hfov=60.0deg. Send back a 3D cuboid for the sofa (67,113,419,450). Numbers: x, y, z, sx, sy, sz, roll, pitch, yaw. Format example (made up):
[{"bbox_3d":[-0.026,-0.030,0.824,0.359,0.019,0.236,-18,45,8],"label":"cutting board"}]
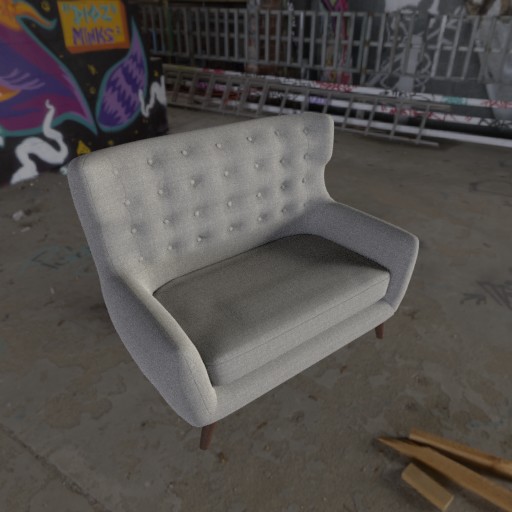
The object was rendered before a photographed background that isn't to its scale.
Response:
[{"bbox_3d":[0.000,0.000,2.057,1.386,1.028,0.884,-21,36,-32],"label":"sofa"}]
